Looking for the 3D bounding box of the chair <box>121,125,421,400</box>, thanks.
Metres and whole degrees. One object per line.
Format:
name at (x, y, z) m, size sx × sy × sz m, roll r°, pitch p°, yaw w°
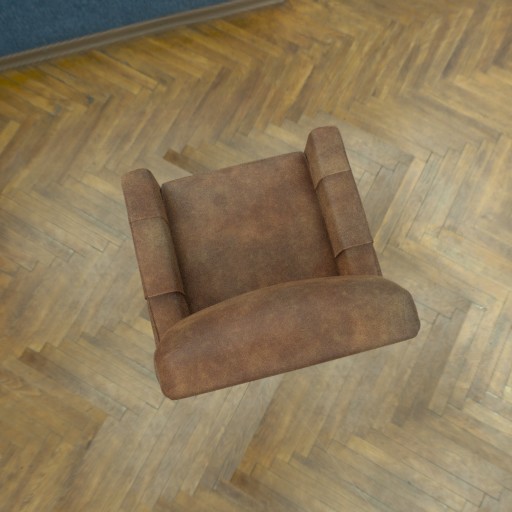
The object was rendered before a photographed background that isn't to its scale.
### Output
chair at (0.000, 0.000, 1.664) m, size 0.843 × 1.043 × 0.836 m, roll -14°, pitch 77°, yaw -3°
